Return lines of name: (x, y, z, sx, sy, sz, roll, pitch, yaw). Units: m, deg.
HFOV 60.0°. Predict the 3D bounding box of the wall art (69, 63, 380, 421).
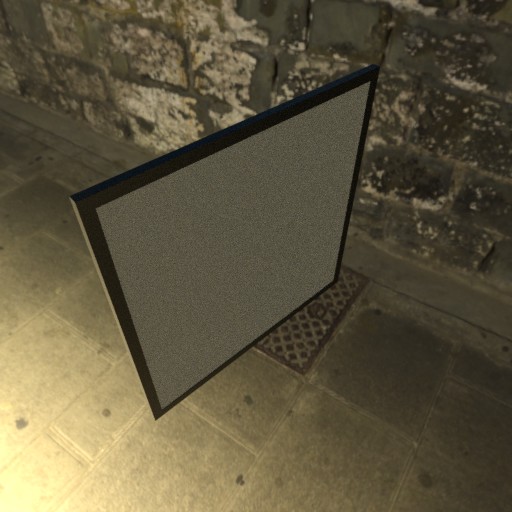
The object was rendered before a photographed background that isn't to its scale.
wall art: (0.000, 0.000, 1.200, 0.807, 0.807, 0.022, -32, 54, -28)
